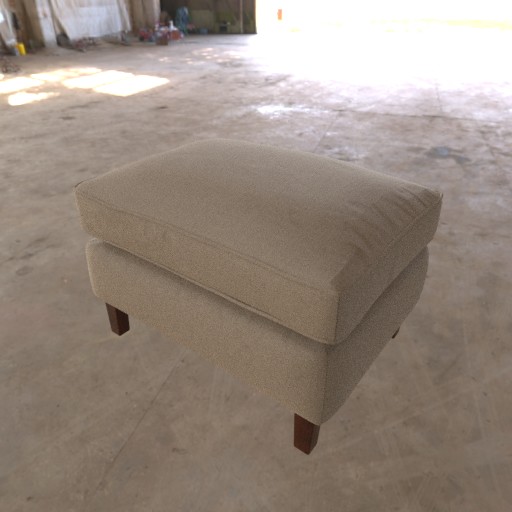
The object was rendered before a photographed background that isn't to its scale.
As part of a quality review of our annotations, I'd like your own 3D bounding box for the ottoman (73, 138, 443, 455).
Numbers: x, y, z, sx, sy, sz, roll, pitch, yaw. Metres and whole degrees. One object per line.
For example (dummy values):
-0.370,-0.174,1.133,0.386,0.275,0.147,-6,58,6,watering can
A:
0.000,0.000,1.011,0.665,0.456,0.501,21,37,31,ottoman
